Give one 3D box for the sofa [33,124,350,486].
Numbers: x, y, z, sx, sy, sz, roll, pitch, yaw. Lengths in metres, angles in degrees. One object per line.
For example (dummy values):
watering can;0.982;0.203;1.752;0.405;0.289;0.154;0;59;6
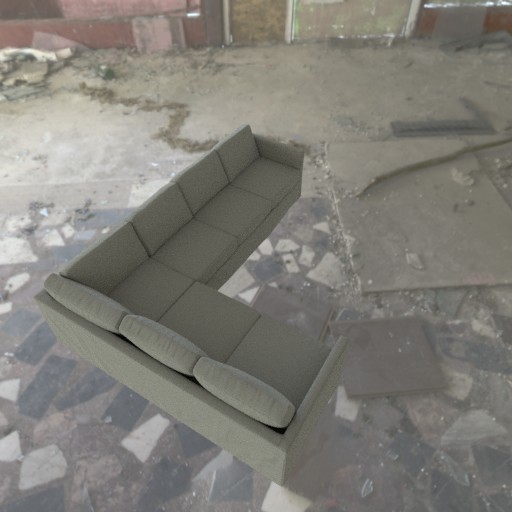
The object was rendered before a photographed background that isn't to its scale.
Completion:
sofa;0.000;0.000;4.347;2.432;0.871;3.182;24;50;21
